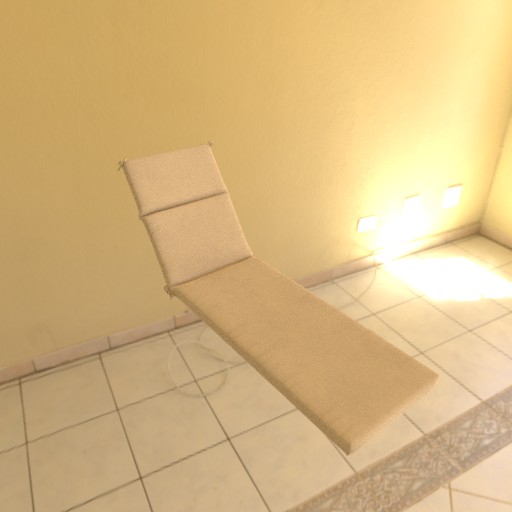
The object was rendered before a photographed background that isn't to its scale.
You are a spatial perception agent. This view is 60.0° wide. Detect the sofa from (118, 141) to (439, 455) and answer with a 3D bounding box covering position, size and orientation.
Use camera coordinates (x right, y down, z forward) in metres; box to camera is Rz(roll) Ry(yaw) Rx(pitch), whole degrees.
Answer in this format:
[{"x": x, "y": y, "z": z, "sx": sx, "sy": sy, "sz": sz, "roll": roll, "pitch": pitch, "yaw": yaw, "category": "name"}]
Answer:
[{"x": 0.000, "y": 0.000, "z": 2.009, "sx": 0.582, "sy": 0.622, "sz": 1.663, "roll": -21, "pitch": 36, "yaw": -32, "category": "sofa"}]
